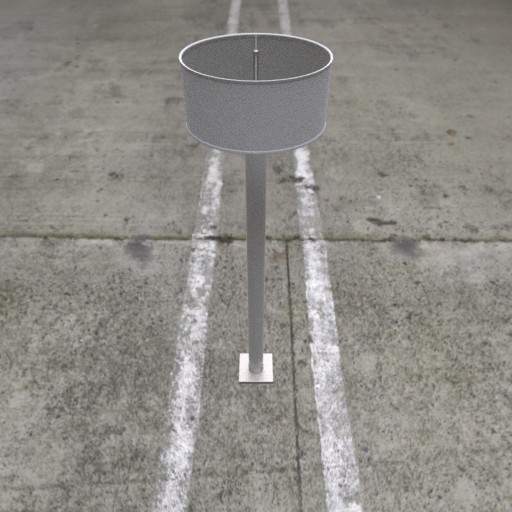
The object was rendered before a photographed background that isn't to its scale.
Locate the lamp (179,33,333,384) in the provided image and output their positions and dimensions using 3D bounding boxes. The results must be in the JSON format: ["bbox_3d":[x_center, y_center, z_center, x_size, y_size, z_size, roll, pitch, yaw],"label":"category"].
[{"bbox_3d":[0.000,0.000,1.686,0.420,1.475,0.420,0,41,0],"label":"lamp"}]
